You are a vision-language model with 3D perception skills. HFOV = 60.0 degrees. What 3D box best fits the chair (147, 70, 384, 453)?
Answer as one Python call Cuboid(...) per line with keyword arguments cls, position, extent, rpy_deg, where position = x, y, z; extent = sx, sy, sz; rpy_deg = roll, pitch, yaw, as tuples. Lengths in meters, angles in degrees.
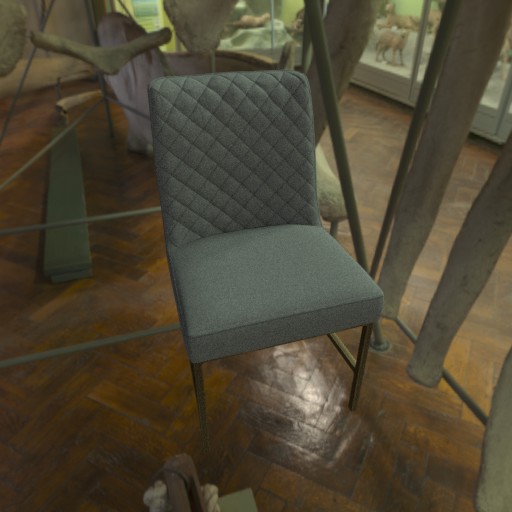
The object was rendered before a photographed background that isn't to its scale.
Cuboid(cls="chair", position=(0.000, 0.000, 1.270), extent=(0.508, 0.889, 0.587), rpy_deg=(-10, 35, -15))
